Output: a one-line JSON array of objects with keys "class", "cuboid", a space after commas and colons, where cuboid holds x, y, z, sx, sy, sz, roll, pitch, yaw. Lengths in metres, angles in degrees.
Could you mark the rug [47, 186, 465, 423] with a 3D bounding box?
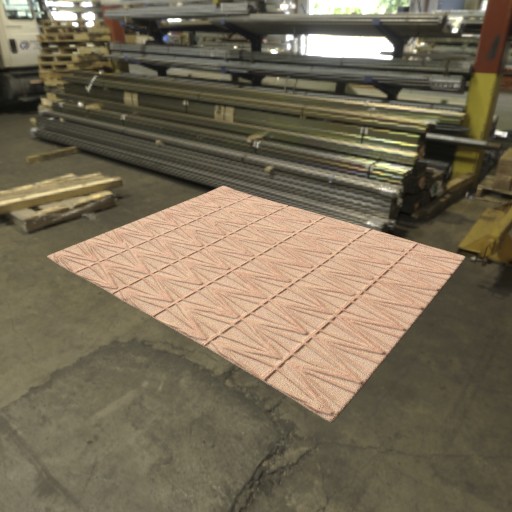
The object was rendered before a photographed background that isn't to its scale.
[{"class": "rug", "cuboid": [0.000, 0.000, 4.113, 3.052, 0.043, 2.453, 21, 35, 33]}]
